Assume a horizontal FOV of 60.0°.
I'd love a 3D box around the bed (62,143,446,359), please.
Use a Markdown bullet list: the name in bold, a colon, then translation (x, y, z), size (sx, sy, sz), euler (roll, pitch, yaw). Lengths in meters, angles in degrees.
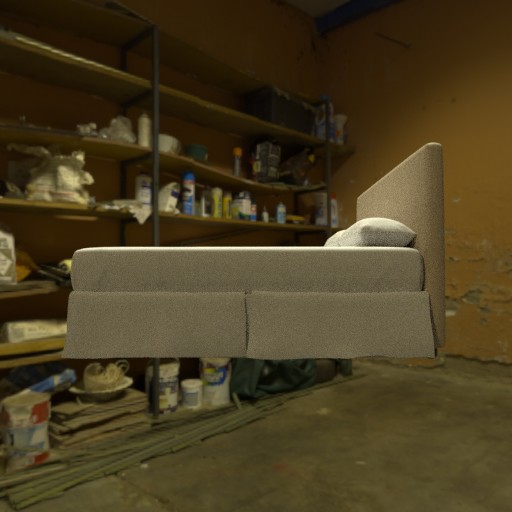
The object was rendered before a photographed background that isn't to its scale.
- **bed**: translation (0.000, 0.000, 3.635), size (2.319, 1.317, 2.119), euler (0, -2, 1)
